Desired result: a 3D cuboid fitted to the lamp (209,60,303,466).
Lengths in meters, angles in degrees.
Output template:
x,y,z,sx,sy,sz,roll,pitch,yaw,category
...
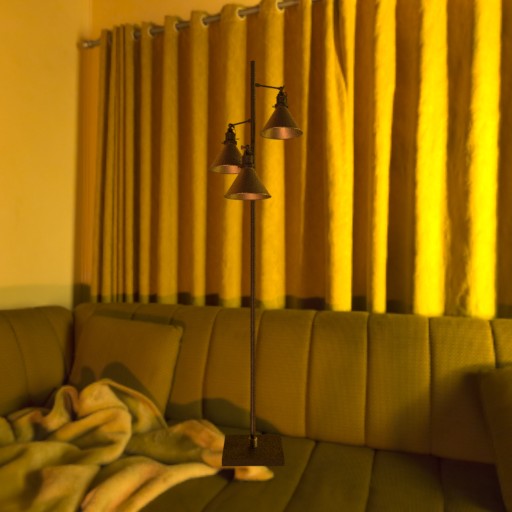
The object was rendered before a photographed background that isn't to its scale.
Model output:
x,y,z,sx,sy,sz,roll,pitch,yaw,category
0.000,0.000,1.919,0.428,1.716,0.415,0,-1,-1,lamp
